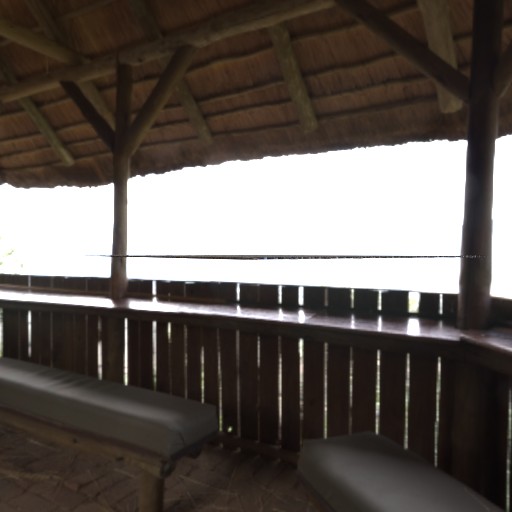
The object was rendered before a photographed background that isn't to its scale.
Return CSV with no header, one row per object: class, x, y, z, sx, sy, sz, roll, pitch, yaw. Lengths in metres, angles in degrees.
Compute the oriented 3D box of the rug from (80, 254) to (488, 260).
rug,0.000,0.000,4.311,2.431,0.017,3.291,0,1,-36
